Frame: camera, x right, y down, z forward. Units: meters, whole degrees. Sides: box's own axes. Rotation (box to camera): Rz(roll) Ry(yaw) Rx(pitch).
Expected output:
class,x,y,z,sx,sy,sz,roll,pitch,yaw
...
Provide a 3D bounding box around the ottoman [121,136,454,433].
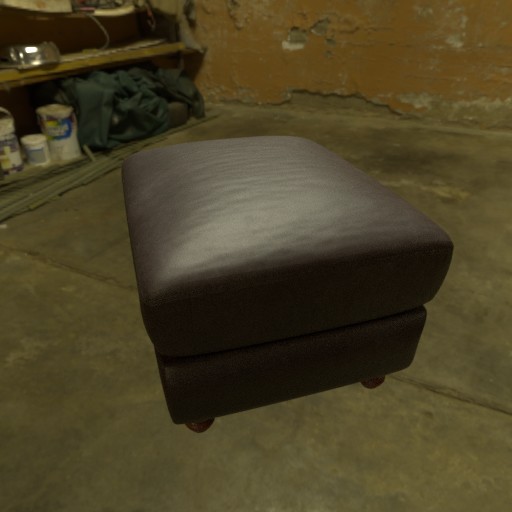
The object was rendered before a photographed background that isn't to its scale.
class,x,y,z,sx,sy,sz,roll,pitch,yaw
ottoman,0.000,0.000,1.266,0.670,0.569,0.806,-9,32,-15
